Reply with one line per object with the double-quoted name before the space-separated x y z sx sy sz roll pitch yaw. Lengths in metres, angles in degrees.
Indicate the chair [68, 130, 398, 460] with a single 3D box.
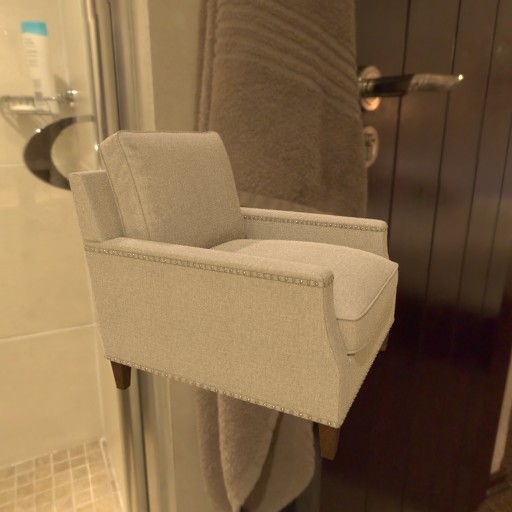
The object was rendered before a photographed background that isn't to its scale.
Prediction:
"chair" 0.000 0.000 1.730 1.014 0.943 0.853 8 17 26
